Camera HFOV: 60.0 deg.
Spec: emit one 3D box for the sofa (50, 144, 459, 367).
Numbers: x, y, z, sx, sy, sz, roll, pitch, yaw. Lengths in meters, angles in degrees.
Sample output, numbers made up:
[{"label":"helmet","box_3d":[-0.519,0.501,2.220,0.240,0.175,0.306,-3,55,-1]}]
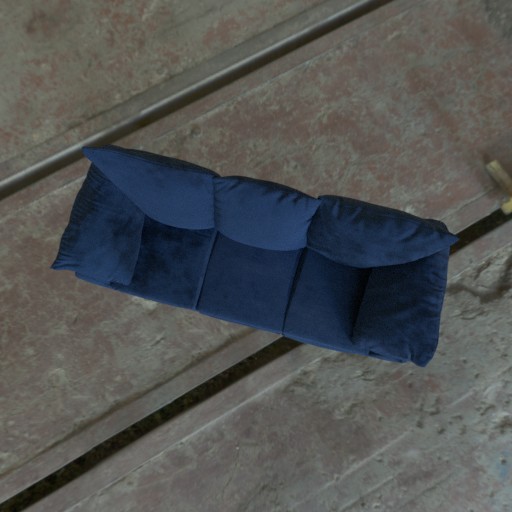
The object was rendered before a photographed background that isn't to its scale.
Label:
[{"label":"sofa","box_3d":[0.000,0.000,2.909,2.390,1.091,0.907,14,77,3]}]
